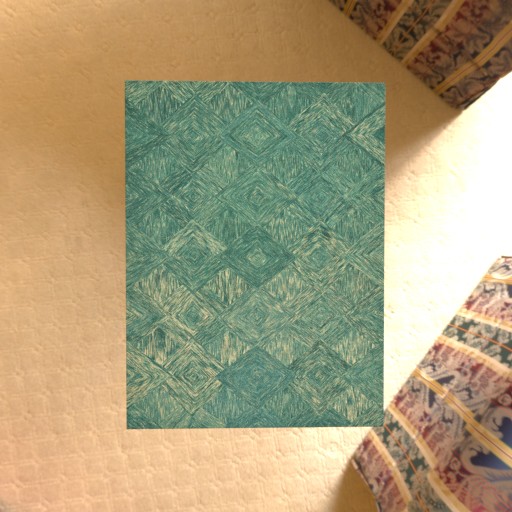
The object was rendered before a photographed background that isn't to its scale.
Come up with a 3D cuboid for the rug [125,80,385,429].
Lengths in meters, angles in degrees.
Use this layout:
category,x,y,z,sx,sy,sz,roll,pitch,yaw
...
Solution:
category,x,y,z,sx,sy,sz,roll,pitch,yaw
rug,0.000,0.000,4.121,2.405,0.027,3.217,0,91,-1
